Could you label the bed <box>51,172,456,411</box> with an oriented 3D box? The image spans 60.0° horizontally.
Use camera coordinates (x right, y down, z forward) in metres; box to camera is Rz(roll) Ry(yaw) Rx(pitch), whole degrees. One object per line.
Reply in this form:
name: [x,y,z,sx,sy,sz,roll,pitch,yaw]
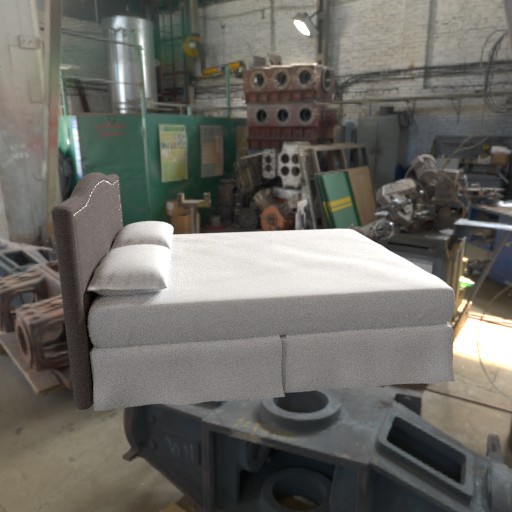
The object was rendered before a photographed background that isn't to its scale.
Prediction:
bed: [0.000,0.000,3.851,2.689,1.457,2.161,-2,16,-9]
